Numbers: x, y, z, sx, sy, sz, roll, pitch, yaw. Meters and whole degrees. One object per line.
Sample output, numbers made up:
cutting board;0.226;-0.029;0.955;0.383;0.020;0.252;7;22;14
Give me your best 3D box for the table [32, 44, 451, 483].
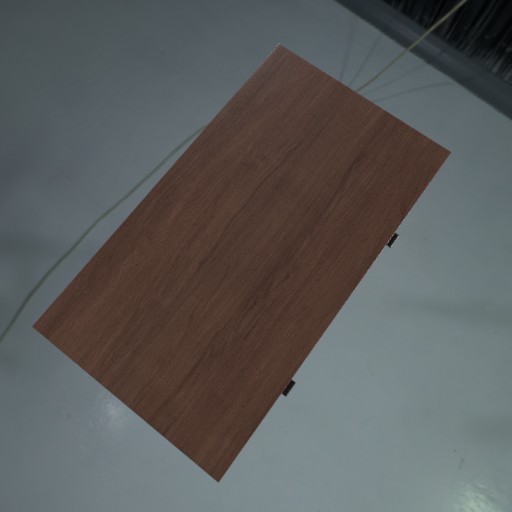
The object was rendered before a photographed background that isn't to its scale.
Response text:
table;0.000;0.000;1.322;0.600;0.380;1.020;36;78;9
